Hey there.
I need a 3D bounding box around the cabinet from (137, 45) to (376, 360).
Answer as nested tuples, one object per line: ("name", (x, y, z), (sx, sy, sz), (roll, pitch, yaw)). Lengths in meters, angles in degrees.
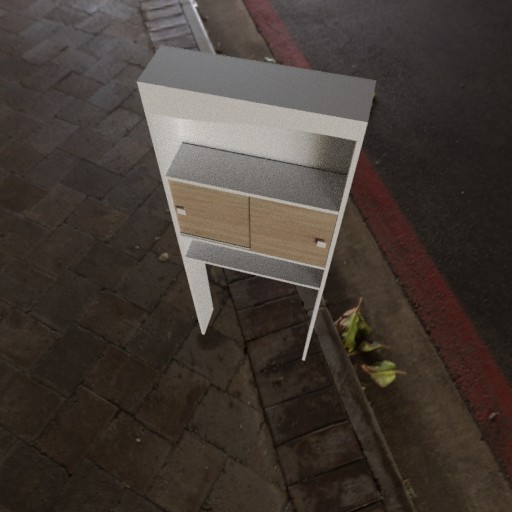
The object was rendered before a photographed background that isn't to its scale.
("cabinet", (0.000, 0.000, 1.972), (0.643, 1.770, 0.192), (13, 58, 8))
